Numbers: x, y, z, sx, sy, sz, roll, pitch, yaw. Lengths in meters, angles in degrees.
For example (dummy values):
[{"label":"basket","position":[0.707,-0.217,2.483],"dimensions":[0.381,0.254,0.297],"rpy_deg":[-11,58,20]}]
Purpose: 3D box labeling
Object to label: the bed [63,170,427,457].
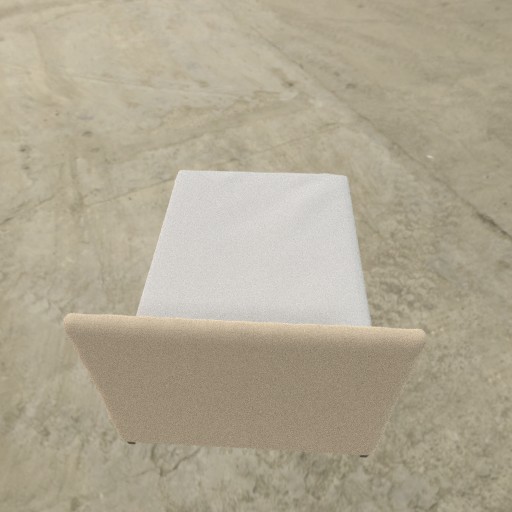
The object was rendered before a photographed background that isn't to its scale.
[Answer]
[{"label":"bed","position":[0.000,0.000,3.323],"dimensions":[1.698,1.427,2.387],"rpy_deg":[2,47,2]}]
